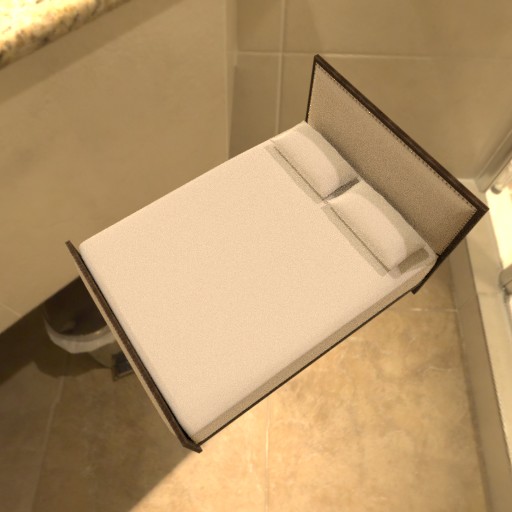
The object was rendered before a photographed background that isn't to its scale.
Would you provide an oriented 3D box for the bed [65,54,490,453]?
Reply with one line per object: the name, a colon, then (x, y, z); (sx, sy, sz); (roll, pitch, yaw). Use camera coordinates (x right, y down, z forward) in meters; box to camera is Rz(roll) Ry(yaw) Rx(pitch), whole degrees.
bed: (0.000, 0.000, 3.190); (2.221, 1.313, 1.607); (-32, 68, -15)
